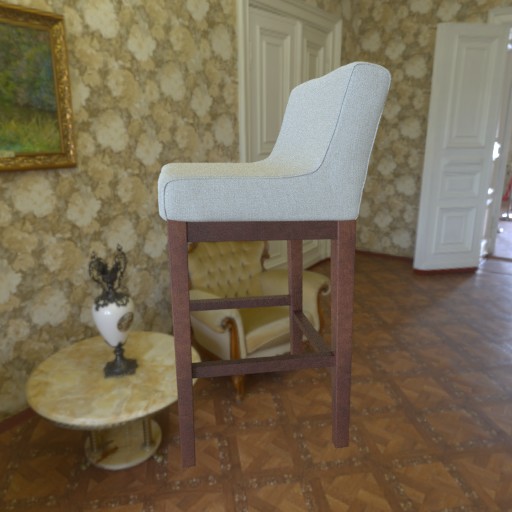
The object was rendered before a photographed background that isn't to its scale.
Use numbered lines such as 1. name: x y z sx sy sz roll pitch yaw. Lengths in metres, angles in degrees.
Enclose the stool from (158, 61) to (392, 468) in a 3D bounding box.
1. stool: 0.000 0.000 1.221 0.500 0.937 0.511 -3 15 -10
